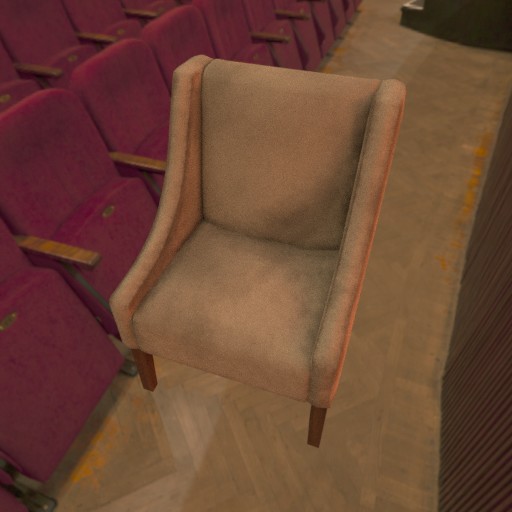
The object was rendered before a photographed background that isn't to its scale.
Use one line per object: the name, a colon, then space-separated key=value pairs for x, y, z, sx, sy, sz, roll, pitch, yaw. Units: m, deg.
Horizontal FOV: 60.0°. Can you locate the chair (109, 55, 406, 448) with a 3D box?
chair: x=0.000 y=0.000 z=1.302 sx=0.629 sy=0.895 sz=0.629 roll=13 pitch=45 yaw=14
